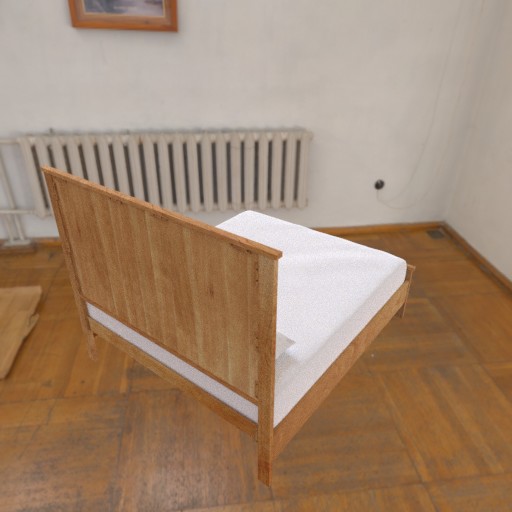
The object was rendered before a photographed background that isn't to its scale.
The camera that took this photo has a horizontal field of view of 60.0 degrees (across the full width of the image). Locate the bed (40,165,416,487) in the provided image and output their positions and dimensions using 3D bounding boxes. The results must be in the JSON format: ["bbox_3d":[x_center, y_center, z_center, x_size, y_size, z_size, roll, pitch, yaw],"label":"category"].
[{"bbox_3d":[0.000,0.000,4.156,2.225,1.938,2.530,21,36,32],"label":"bed"}]
